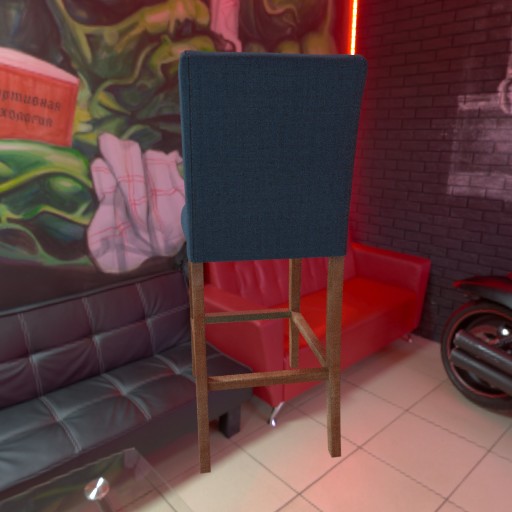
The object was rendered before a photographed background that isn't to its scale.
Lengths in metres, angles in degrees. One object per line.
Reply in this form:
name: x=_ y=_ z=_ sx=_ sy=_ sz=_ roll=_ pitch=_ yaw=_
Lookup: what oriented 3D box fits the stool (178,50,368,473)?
stool: x=0.000 y=0.000 z=1.382 sx=0.454 sy=1.088 sz=0.574 roll=-3 pitch=16 yaw=-9
